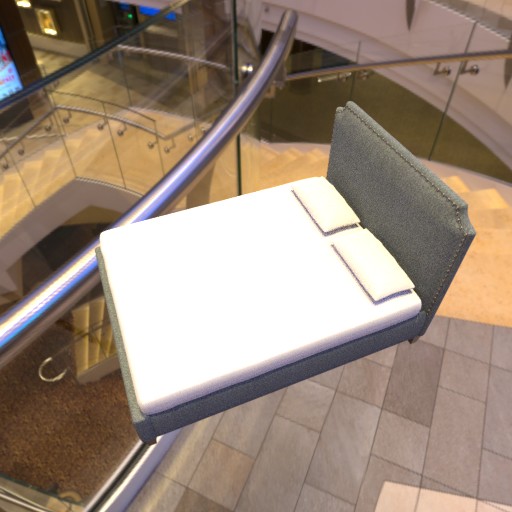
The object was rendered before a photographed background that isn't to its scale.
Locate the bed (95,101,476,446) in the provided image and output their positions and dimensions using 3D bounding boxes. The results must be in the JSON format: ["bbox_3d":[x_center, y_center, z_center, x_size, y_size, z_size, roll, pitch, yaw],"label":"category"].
[{"bbox_3d":[0.000,0.000,3.447,2.372,1.443,1.712,-17,49,-15],"label":"bed"}]
